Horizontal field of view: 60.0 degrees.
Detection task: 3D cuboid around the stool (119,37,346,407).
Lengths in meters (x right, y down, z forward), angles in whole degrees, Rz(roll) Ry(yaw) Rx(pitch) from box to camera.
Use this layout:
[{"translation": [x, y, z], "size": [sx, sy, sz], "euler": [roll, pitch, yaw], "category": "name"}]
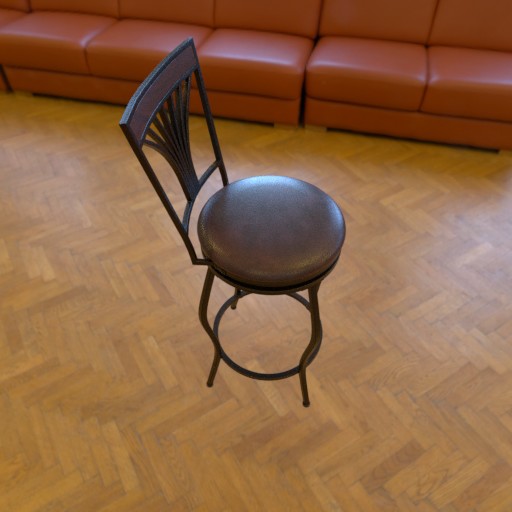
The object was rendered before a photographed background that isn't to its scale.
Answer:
[{"translation": [0.000, 0.000, 1.384], "size": [0.514, 1.117, 0.433], "euler": [9, 48, 8], "category": "stool"}]
